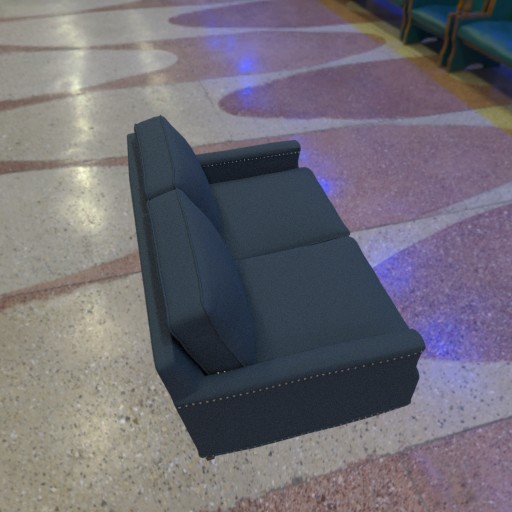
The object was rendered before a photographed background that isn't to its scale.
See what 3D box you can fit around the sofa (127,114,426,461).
[{"bbox_3d":[0.000,0.000,2.247,1.084,1.003,1.597,-11,46,-11],"label":"sofa"}]
